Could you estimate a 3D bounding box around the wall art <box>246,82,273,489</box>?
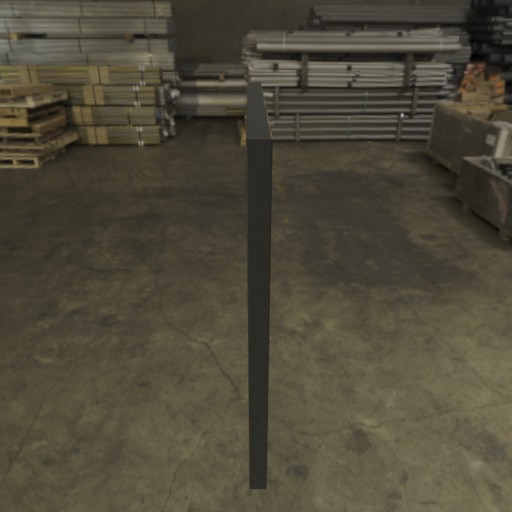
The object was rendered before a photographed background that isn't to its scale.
[{"bbox_3d":[0.000,0.000,1.140,0.038,0.762,0.762,0,27,-1],"label":"wall art"}]
